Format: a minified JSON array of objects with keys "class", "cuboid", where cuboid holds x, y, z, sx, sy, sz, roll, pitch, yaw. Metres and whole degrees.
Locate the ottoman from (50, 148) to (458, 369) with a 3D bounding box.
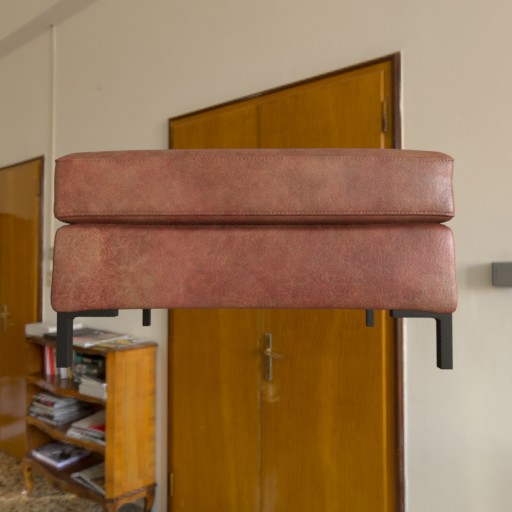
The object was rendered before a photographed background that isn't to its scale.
[{"class":"ottoman","cuboid":[0.000,0.000,1.739,1.186,0.667,0.965,0,-1,1]}]
